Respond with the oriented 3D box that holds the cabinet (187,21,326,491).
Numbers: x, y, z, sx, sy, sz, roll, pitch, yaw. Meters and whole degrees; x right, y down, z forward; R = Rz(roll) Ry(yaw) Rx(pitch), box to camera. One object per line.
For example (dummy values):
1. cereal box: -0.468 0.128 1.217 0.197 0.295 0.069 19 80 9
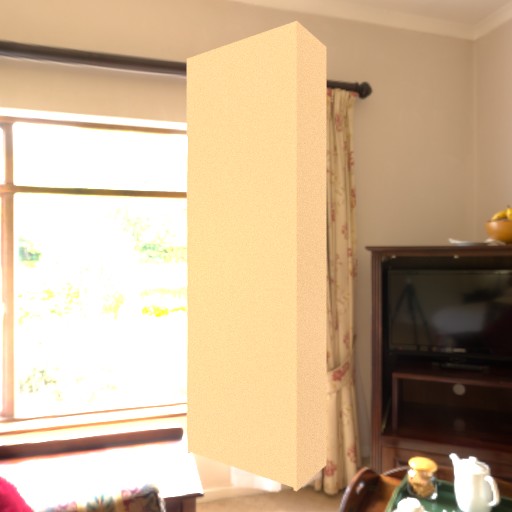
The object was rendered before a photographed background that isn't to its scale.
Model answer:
1. cabinet: 0.000 0.000 1.788 0.520 1.630 0.255 0 0 35
